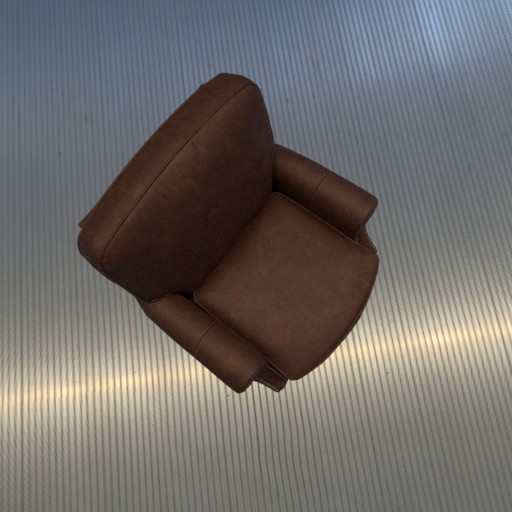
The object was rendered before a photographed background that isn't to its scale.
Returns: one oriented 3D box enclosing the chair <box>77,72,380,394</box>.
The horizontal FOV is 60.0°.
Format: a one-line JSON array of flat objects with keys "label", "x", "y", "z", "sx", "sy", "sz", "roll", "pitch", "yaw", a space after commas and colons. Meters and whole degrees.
[{"label": "chair", "x": 0.000, "y": 0.000, "z": 1.803, "sx": 0.986, "sy": 1.018, "sz": 0.936, "roll": 36, "pitch": 79, "yaw": 8}]
